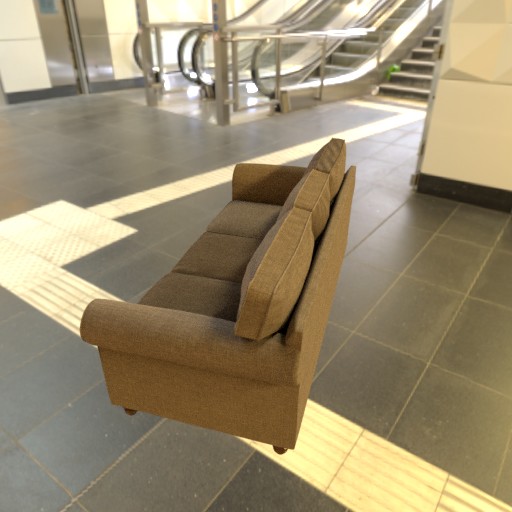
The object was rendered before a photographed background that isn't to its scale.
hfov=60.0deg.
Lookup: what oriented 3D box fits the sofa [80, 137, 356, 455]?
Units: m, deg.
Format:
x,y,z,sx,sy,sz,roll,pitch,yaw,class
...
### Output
x,y,z,sx,sy,sz,roll,pitch,yaw,class
0.000,0.000,2.596,0.916,0.961,2.084,8,31,14,sofa
